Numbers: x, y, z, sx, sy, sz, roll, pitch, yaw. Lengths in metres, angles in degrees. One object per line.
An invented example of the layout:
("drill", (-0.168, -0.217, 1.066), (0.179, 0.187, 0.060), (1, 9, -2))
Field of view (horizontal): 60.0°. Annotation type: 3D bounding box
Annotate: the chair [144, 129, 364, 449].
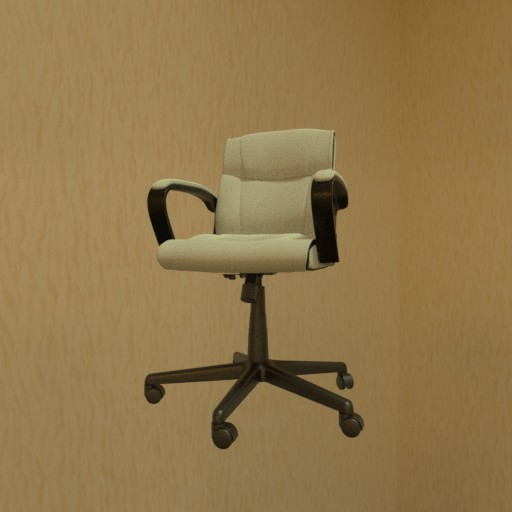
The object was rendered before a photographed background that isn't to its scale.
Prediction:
("chair", (0.000, 0.000, 1.496), (0.739, 1.004, 0.717), (0, 1, 19))
